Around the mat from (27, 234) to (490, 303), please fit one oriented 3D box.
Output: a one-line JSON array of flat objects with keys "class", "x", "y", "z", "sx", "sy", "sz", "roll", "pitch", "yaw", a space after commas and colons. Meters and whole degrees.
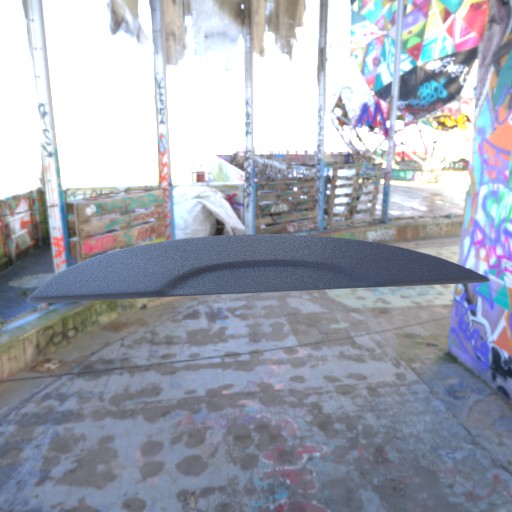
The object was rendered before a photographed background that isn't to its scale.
[{"class": "mat", "x": 0.000, "y": 0.000, "z": 1.847, "sx": 1.525, "sy": 0.016, "sz": 0.917, "roll": -2, "pitch": 14, "yaw": -8}]
